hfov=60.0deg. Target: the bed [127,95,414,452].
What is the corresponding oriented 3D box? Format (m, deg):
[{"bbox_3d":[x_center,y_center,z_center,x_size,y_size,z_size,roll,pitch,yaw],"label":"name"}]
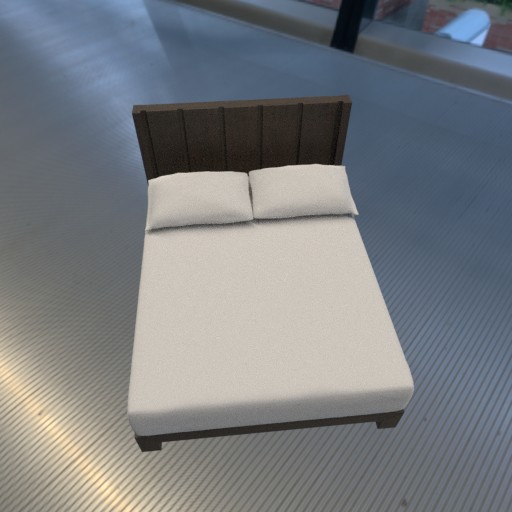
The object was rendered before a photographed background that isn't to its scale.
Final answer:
[{"bbox_3d":[0.000,0.000,3.257,1.727,1.270,2.242,-4,47,-4],"label":"bed"}]
